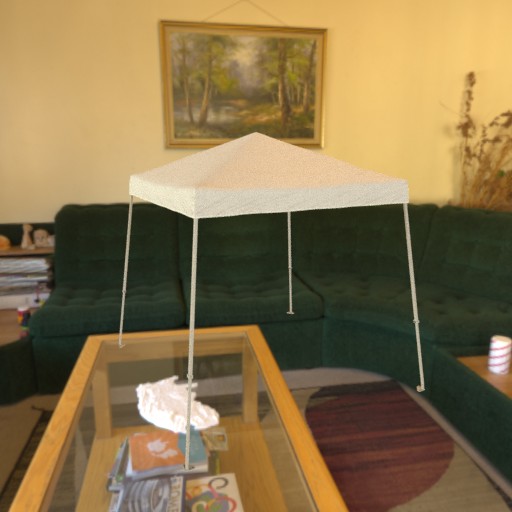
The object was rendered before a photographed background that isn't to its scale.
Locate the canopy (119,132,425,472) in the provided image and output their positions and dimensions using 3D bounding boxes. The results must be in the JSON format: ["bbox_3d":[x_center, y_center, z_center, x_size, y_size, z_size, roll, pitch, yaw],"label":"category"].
[{"bbox_3d":[0.000,0.000,6.693,3.600,3.600,3.599,-7,15,-27],"label":"canopy"}]
